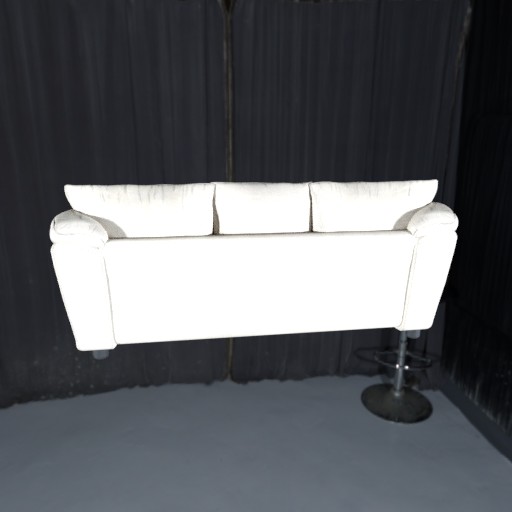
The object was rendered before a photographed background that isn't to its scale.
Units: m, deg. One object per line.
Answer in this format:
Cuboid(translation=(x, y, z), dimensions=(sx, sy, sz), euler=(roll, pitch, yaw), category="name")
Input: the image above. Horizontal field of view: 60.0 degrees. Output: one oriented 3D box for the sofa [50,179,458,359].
Cuboid(translation=(0.000, 0.000, 2.855), dimensions=(2.334, 0.996, 0.878), euler=(-2, 15, -8), category="sofa")
